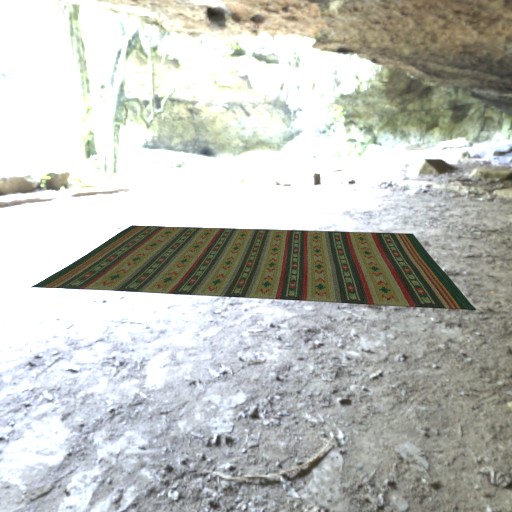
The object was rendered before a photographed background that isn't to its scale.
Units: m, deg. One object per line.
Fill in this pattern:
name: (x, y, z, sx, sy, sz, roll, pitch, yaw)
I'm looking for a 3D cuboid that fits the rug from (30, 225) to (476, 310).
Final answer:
rug: (0.000, 0.000, 3.116, 2.447, 0.011, 1.520, 2, 18, 7)
